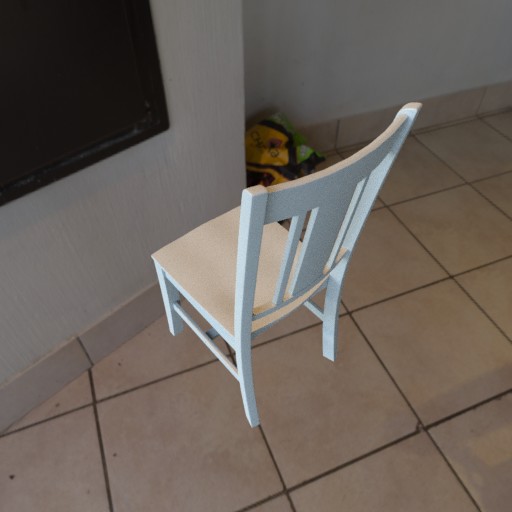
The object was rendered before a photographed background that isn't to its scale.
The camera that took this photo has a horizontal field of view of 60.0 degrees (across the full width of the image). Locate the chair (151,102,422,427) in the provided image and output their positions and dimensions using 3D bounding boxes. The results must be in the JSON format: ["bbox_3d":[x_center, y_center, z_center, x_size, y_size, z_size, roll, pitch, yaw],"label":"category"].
[{"bbox_3d":[0.000,0.000,1.287,0.450,0.998,0.555,-32,54,-26],"label":"chair"}]
